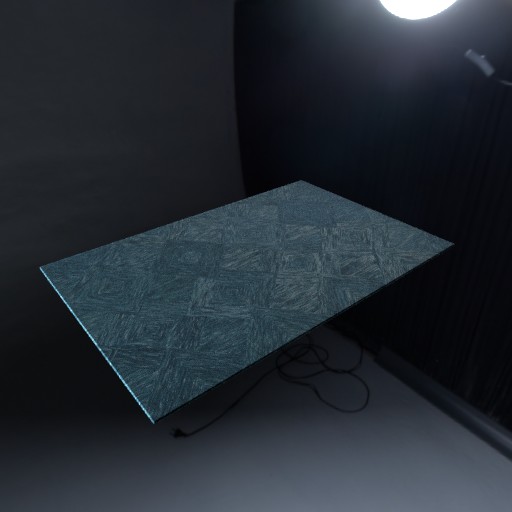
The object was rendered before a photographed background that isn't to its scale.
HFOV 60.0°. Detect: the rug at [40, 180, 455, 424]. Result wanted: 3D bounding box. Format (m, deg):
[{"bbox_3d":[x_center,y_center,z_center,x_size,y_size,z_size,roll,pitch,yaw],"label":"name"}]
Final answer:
[{"bbox_3d":[0.000,0.000,2.892,2.277,0.015,1.490,-23,38,-33],"label":"rug"}]
